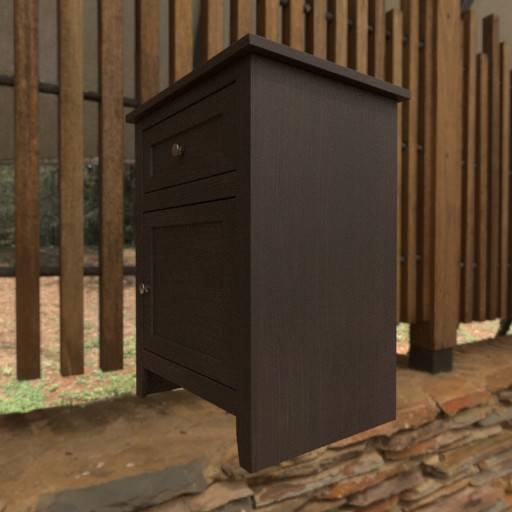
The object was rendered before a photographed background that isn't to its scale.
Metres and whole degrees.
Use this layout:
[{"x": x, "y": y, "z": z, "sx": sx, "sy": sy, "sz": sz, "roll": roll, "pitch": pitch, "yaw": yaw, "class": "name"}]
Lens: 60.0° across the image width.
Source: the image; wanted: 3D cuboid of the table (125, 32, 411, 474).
[{"x": 0.000, "y": 0.000, "z": 0.930, "sx": 0.381, "sy": 0.635, "sz": 0.480, "roll": -1, "pitch": 1, "yaw": -37, "class": "table"}]
